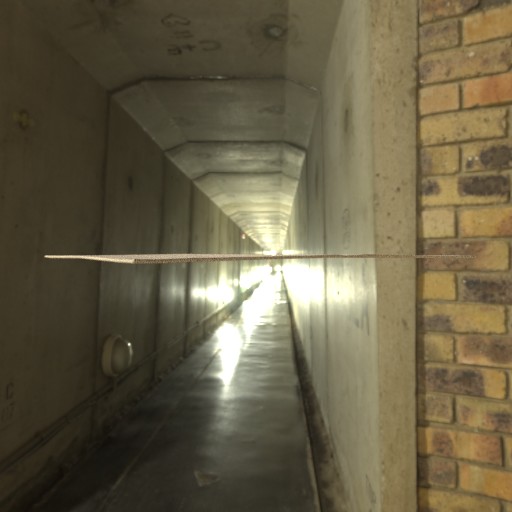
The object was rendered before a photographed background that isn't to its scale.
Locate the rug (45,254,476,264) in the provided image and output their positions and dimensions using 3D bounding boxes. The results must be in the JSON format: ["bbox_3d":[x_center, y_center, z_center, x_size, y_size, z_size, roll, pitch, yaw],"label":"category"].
[{"bbox_3d":[0.000,0.000,4.661,3.626,0.051,2.757,0,1,-35],"label":"rug"}]
